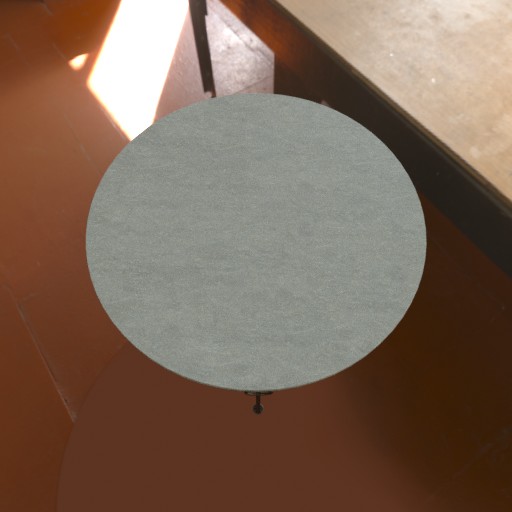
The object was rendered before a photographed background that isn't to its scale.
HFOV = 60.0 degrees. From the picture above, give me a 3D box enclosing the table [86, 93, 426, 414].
[{"bbox_3d":[0.000,0.000,1.383,0.889,0.470,0.889,0,64,0],"label":"table"}]
